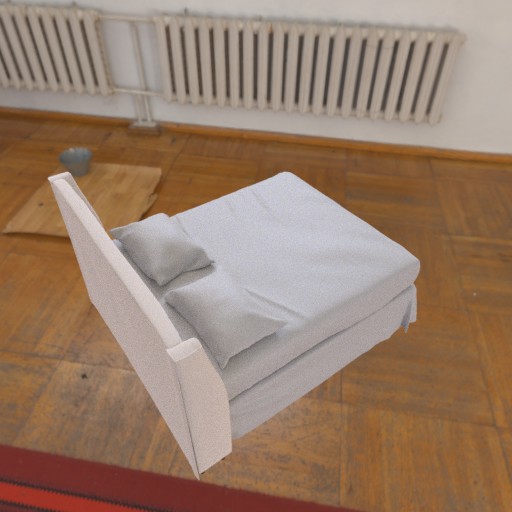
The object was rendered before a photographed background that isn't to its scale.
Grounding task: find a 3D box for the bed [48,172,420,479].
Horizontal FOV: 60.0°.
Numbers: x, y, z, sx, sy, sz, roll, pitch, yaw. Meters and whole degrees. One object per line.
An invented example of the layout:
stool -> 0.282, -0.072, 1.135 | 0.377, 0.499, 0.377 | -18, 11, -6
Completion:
bed -> 0.000, 0.000, 3.454 | 2.276, 1.332, 1.925 | -26, 48, -26
